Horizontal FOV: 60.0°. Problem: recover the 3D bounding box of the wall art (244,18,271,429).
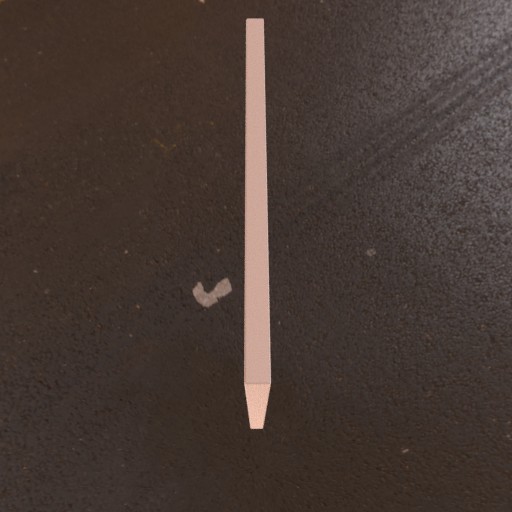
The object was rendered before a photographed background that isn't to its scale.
[{"bbox_3d":[0.000,0.000,1.491,0.049,1.009,1.009,0,64,0],"label":"wall art"}]
